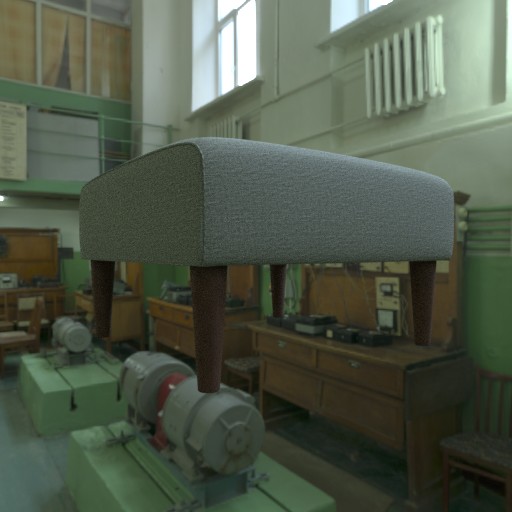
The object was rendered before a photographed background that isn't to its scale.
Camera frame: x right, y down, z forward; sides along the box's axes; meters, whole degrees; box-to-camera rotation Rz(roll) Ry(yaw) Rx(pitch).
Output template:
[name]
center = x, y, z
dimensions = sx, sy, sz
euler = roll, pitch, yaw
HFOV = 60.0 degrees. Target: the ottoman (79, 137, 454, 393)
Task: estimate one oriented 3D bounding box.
[ottoman]
center = 0.000, 0.000, 1.040
dimensions = 0.650, 0.398, 0.649
euler = -1, 1, -36
